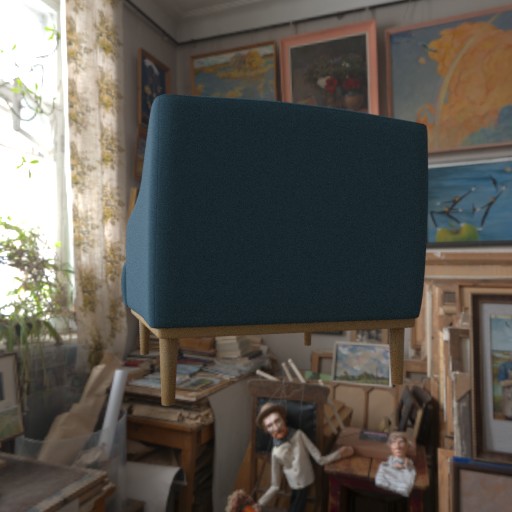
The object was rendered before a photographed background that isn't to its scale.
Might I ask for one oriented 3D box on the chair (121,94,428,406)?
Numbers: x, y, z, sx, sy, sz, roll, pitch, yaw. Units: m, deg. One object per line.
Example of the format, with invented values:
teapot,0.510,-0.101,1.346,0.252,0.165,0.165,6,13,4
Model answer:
chair,0.000,0.000,1.638,0.946,0.818,0.951,1,-2,-17
